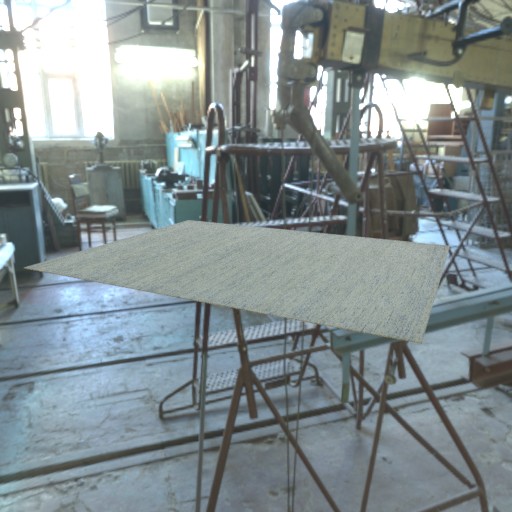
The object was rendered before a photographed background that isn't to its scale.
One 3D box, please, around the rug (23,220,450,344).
[{"bbox_3d":[0.000,0.000,4.133,3.197,0.006,2.438,7,17,25],"label":"rug"}]
